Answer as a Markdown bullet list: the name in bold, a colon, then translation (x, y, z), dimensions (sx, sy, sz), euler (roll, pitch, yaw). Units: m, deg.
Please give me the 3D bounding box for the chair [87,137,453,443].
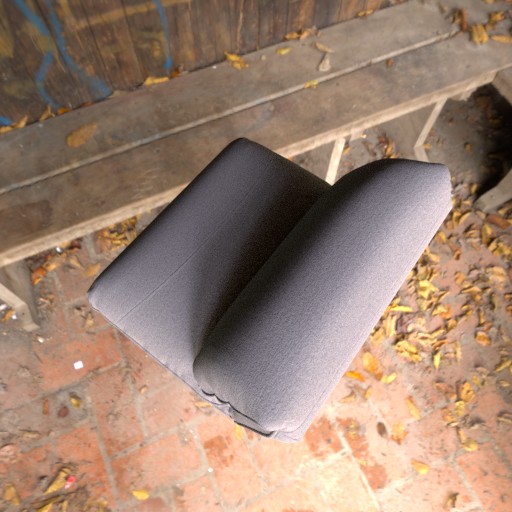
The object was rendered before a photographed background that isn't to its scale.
- **chair**: translation (0.000, 0.000, 1.332), dimensions (0.780, 0.580, 0.820), euler (34, 69, 15)
